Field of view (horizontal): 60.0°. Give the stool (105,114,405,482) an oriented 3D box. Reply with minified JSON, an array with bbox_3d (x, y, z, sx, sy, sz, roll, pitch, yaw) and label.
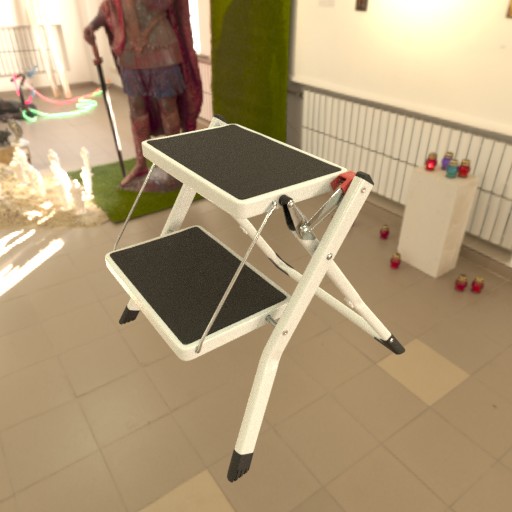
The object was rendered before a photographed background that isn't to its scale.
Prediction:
[{"bbox_3d":[0.000,0.000,0.860,0.490,0.445,0.485,-21,38,-30],"label":"stool"}]
